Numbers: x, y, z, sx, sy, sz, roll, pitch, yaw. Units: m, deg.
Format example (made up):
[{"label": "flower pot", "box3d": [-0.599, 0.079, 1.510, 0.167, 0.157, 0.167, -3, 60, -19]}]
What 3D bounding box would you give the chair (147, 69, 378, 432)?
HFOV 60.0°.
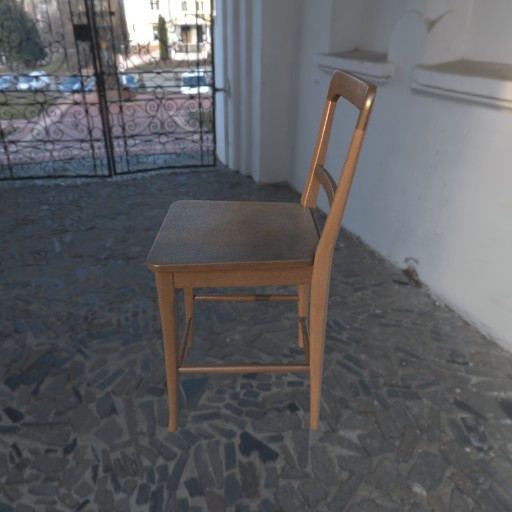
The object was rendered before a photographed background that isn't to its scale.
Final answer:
[{"label": "chair", "box3d": [0.000, 0.000, 1.312, 0.546, 0.991, 0.450, 0, 28, 0]}]
